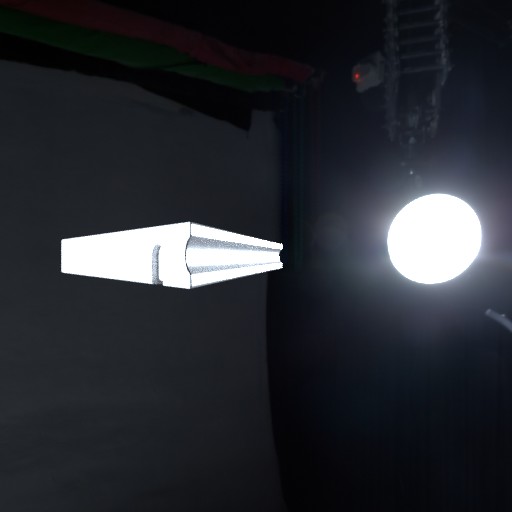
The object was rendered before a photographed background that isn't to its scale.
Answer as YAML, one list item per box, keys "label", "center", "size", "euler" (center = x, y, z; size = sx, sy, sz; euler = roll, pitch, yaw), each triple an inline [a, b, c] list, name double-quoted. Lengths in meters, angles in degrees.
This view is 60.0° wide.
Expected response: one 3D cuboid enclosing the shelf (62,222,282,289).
- label: "shelf"
  center: [0.000, 0.000, 0.433]
  size: [0.296, 0.035, 0.296]
  euler: [0, 0, -35]
